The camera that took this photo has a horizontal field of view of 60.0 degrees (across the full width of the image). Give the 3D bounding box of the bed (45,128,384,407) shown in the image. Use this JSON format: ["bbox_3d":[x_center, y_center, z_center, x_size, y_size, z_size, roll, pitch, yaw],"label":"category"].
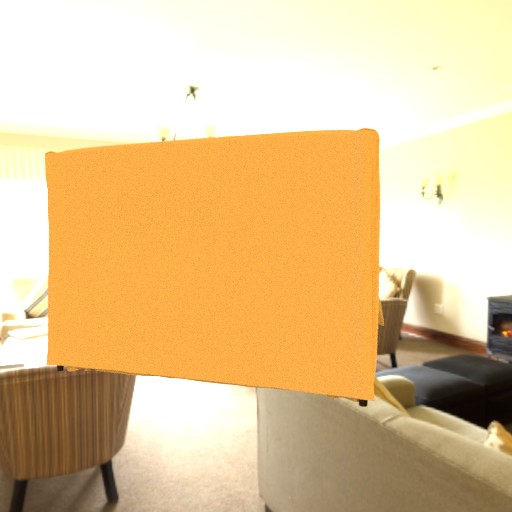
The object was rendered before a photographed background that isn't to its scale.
[{"bbox_3d":[0.000,0.000,3.410,1.925,1.332,2.276,1,3,18],"label":"bed"}]
